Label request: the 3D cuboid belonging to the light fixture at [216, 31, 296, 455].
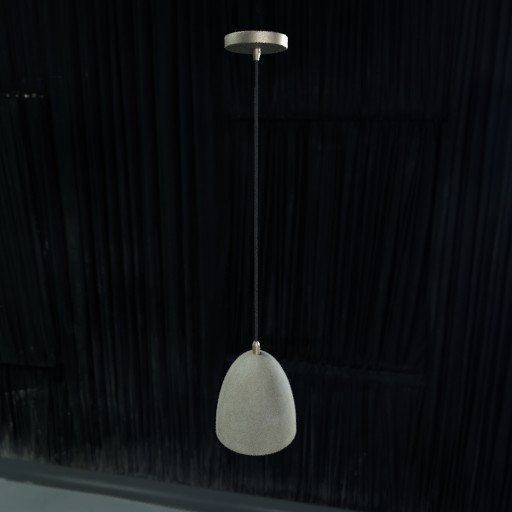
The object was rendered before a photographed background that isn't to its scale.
[{"bbox_3d":[0.000,0.000,0.844,0.170,0.759,0.170,2,16,8],"label":"light fixture"}]
